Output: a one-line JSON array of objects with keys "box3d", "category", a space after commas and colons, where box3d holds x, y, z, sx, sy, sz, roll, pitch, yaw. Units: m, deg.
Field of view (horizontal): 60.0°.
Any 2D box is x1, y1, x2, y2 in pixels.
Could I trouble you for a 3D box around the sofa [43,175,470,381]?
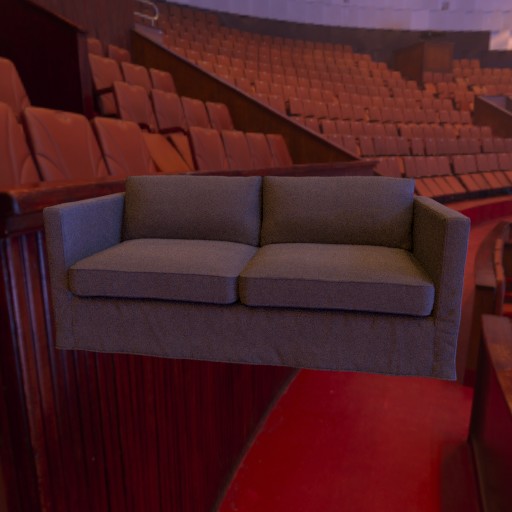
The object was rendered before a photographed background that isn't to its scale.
[{"box3d": [0.000, 0.000, 2.462, 1.982, 0.855, 0.953, 2, 14, 9], "category": "sofa"}]
